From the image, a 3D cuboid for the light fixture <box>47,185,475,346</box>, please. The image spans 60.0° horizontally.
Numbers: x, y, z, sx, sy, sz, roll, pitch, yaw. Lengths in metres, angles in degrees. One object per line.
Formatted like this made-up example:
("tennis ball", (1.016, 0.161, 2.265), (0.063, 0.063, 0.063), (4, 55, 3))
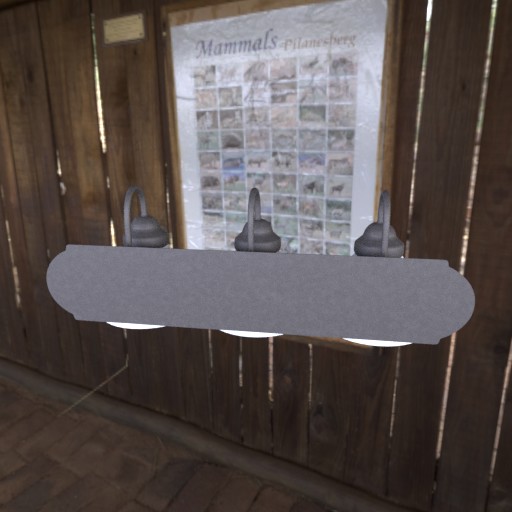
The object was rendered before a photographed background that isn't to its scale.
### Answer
("light fixture", (0.000, 0.000, 0.712), (0.610, 0.222, 0.199), (2, 16, 9))
